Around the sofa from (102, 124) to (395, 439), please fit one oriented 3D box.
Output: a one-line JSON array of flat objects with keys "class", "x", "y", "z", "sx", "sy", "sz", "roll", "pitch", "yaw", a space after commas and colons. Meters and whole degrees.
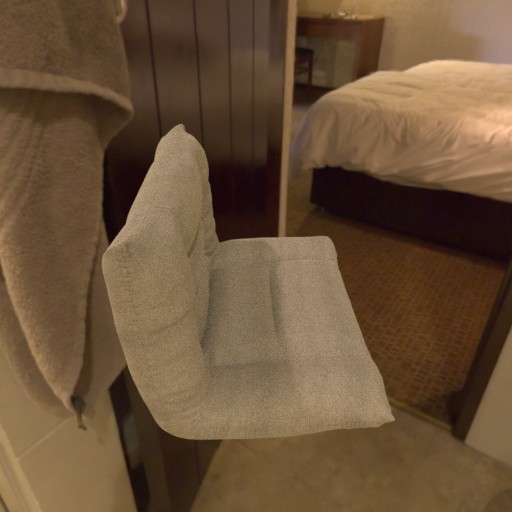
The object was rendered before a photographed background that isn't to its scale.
[{"class": "sofa", "x": 0.000, "y": 0.000, "z": 1.698, "sx": 0.847, "sy": 0.795, "sz": 1.144, "roll": -1, "pitch": 32, "yaw": -2}]
